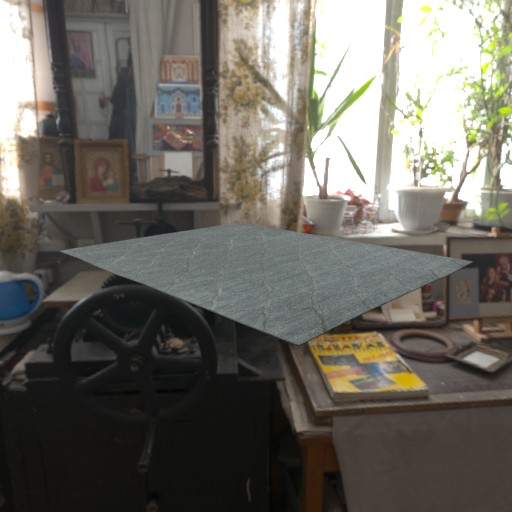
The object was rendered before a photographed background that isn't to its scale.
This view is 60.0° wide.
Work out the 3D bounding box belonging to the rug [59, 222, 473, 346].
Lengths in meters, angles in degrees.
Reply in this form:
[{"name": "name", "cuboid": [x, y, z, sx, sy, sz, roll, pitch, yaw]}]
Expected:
[{"name": "rug", "cuboid": [0.000, 0.000, 4.121, 3.048, 0.013, 2.438, 13, 19, 43]}]
